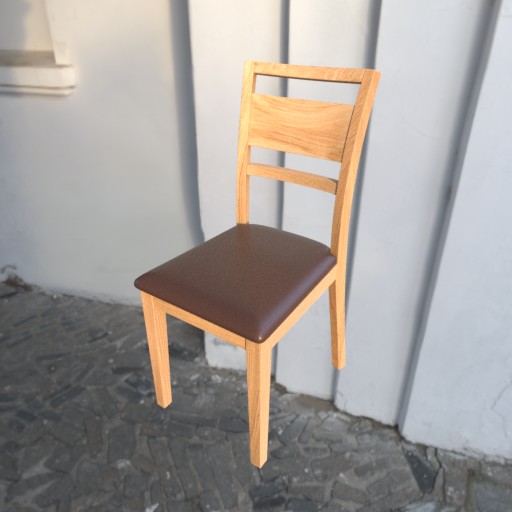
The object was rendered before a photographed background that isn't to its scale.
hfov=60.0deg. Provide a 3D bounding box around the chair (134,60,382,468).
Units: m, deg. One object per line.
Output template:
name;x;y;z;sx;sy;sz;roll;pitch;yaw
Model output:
chair;0.000;0.000;1.227;0.420;0.940;0.545;19;34;30
